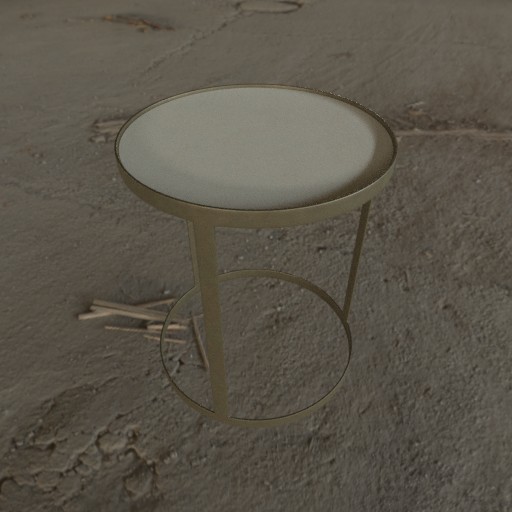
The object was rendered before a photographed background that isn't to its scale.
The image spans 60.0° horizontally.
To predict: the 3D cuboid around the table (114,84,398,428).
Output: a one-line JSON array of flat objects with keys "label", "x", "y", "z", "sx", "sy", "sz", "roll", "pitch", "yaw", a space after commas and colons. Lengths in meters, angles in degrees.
[{"label": "table", "x": 0.000, "y": 0.000, "z": 0.954, "sx": 0.480, "sy": 0.565, "sz": 0.480, "roll": 0, "pitch": 40, "yaw": 0}]
